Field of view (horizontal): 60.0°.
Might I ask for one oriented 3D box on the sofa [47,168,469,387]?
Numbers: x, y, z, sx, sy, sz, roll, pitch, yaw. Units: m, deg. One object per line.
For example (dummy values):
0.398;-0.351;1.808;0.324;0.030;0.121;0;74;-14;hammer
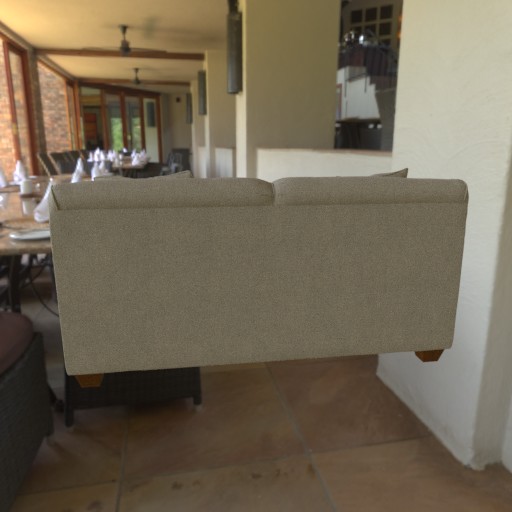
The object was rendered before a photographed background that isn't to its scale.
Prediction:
0.000;0.000;2.440;1.846;0.958;0.998;-2;14;-8;sofa
